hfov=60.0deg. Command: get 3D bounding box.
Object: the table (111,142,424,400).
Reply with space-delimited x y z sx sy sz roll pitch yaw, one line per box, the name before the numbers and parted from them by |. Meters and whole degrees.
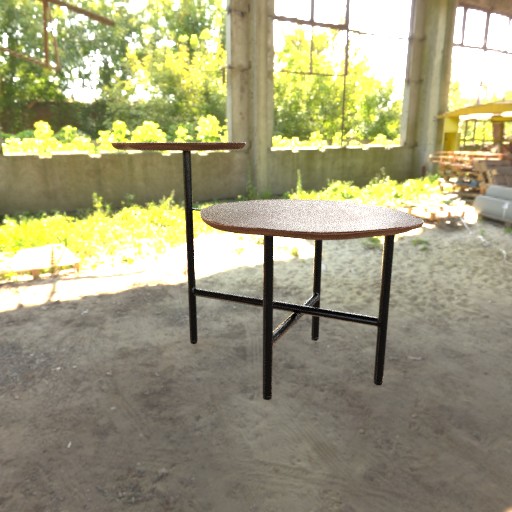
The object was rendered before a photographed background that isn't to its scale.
table | 0.000 0.000 1.086 0.759 0.538 0.442 7 16 25
